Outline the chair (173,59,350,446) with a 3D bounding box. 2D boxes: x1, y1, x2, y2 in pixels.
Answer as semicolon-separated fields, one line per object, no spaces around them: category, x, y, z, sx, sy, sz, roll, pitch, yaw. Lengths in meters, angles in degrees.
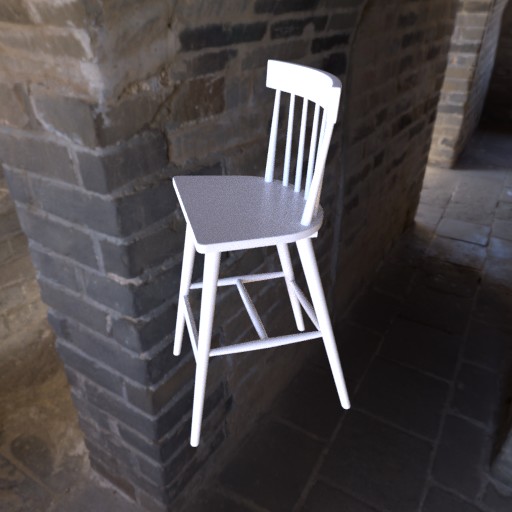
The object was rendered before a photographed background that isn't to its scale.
chair;0.000;0.000;1.415;0.572;1.092;0.483;-9;32;-14
